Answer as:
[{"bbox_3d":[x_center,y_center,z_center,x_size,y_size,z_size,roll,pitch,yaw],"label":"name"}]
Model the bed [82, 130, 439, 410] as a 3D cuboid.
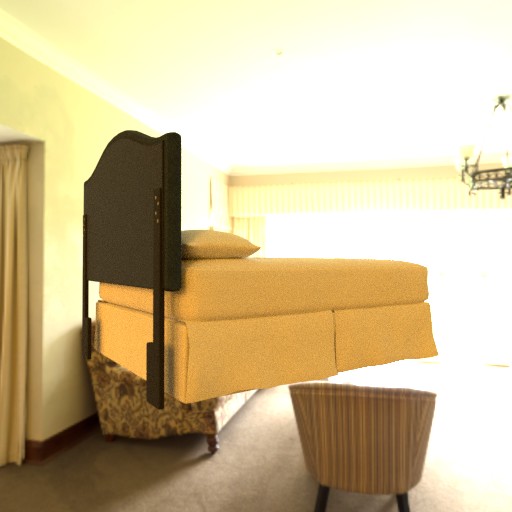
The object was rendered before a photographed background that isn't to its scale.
[{"bbox_3d":[0.000,0.000,3.358,2.153,1.518,1.713,1,-1,-35],"label":"bed"}]
